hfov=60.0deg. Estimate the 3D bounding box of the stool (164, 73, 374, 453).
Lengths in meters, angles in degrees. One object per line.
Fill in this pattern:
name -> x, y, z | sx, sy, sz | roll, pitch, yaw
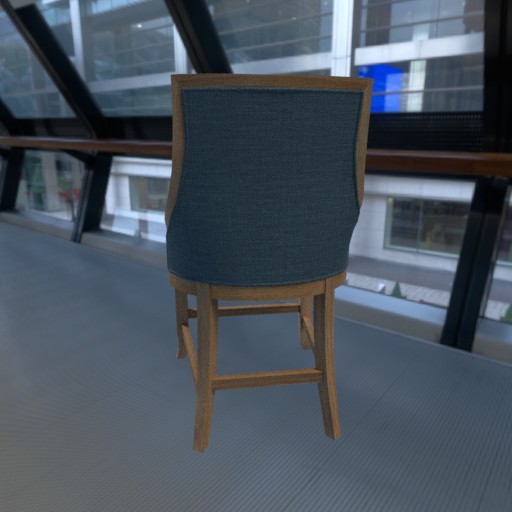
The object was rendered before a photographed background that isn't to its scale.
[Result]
stool -> 0.000, 0.000, 1.321 | 0.524, 0.938, 0.626 | -2, 15, -8
